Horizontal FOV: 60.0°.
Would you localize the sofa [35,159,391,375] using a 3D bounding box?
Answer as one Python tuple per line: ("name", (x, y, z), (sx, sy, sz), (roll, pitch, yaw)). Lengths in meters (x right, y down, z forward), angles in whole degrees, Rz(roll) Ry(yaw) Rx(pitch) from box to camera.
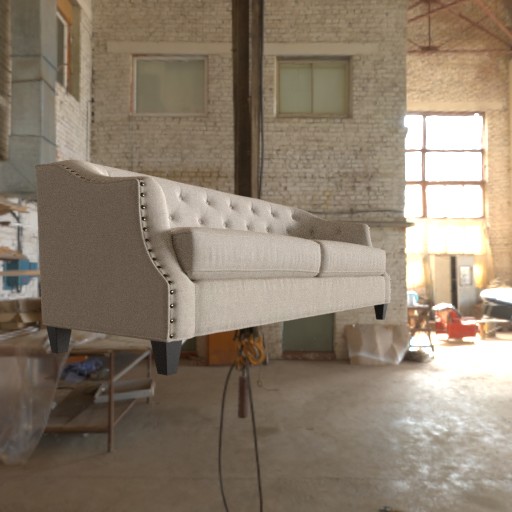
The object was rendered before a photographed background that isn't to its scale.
("sofa", (0.000, 0.000, 2.663), (0.914, 0.901, 2.235), (-1, -2, 36))
